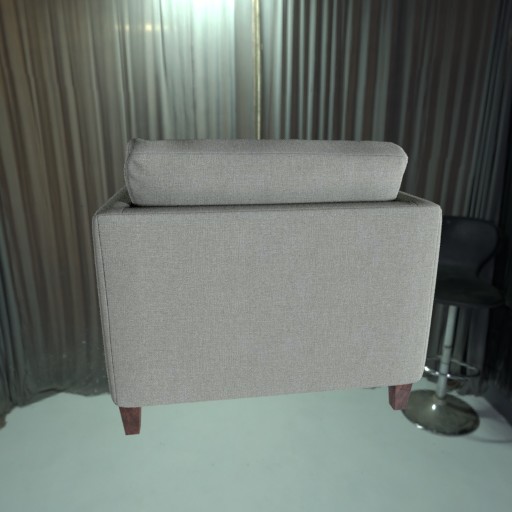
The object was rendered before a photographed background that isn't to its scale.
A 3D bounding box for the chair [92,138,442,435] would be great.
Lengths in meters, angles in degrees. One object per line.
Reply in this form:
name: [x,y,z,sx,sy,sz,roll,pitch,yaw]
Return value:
chair: [0.000,0.000,1.841,1.107,0.963,0.959,-2,17,-8]
